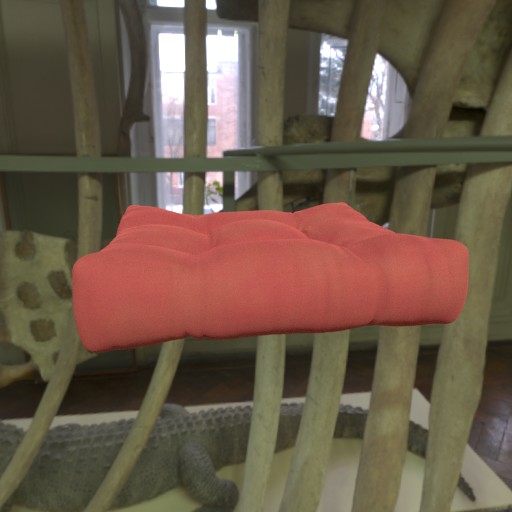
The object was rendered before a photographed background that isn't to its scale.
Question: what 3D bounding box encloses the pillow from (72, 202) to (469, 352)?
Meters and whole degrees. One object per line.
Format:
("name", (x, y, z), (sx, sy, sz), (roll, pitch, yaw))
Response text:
("pillow", (0.000, 0.000, 0.741), (0.490, 0.128, 0.468), (-2, 14, -8))
